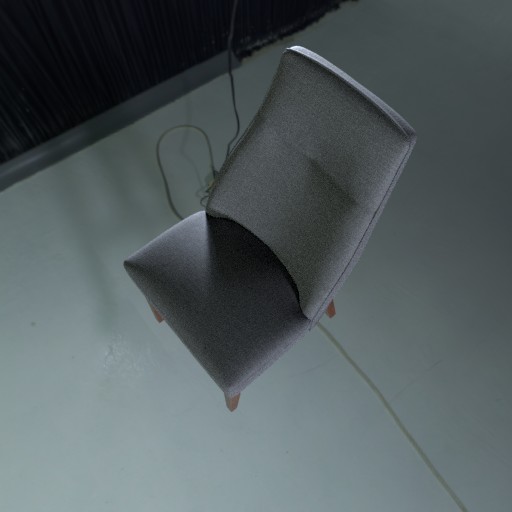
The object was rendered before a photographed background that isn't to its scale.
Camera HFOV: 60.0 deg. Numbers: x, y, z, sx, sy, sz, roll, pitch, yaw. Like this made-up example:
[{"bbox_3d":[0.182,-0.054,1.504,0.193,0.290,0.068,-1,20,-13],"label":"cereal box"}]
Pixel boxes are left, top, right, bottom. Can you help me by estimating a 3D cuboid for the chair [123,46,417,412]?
[{"bbox_3d":[0.000,0.000,1.281,0.620,0.930,0.500,-38,69,-17],"label":"chair"}]
